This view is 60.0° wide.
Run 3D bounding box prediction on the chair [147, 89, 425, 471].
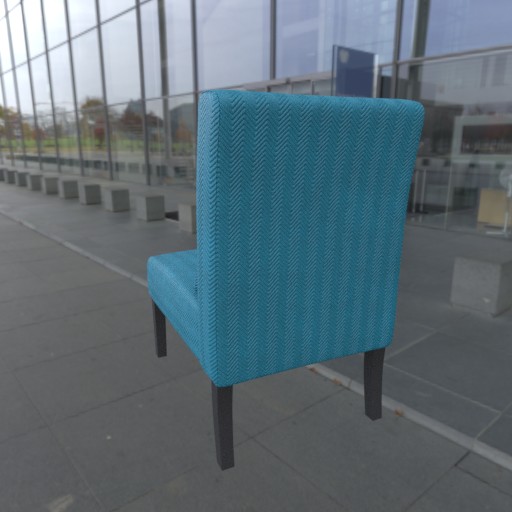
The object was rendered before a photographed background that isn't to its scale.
[{"bbox_3d":[0.000,0.000,1.440,0.579,0.927,0.808,-7,16,-25],"label":"chair"}]
